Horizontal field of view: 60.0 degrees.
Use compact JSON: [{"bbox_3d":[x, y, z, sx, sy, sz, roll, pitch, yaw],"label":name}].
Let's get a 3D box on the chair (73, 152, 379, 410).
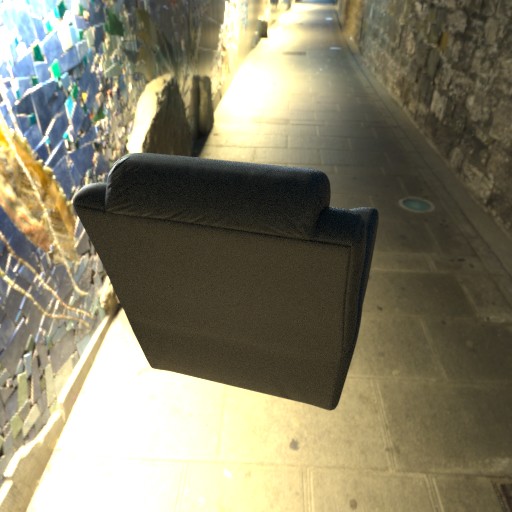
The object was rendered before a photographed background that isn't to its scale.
[{"bbox_3d":[0.000,0.000,1.895,0.965,1.116,1.068,9,33,14],"label":"chair"}]
